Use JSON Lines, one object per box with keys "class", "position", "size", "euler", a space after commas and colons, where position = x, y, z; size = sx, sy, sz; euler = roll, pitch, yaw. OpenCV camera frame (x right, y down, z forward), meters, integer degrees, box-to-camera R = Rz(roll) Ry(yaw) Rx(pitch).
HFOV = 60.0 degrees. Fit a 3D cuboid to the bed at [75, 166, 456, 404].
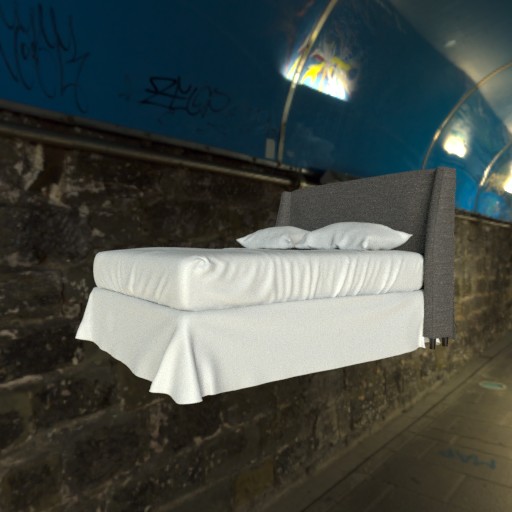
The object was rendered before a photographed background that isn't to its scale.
{"class": "bed", "position": [0.000, 0.000, 3.389], "size": [2.276, 1.332, 1.925], "euler": [-1, 2, -34]}
